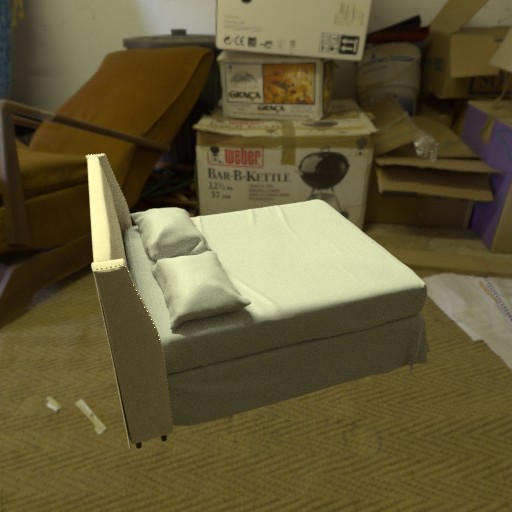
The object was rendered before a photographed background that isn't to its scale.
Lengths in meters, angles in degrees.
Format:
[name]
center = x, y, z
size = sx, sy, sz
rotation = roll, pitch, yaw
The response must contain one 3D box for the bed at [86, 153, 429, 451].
[bed]
center = 0.000, 0.000, 3.449
size = 2.276, 1.332, 1.925
rotation = -10, 31, -17
